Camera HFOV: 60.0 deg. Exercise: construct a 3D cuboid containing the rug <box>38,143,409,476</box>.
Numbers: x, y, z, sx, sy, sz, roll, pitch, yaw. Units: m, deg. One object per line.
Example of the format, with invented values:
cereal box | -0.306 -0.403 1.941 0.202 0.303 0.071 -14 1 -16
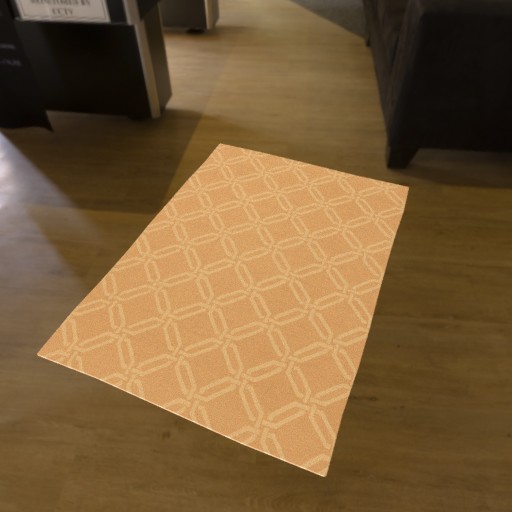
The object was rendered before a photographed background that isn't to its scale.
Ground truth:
rug | 0.000 0.000 2.708 1.524 0.013 2.135 17 48 15
